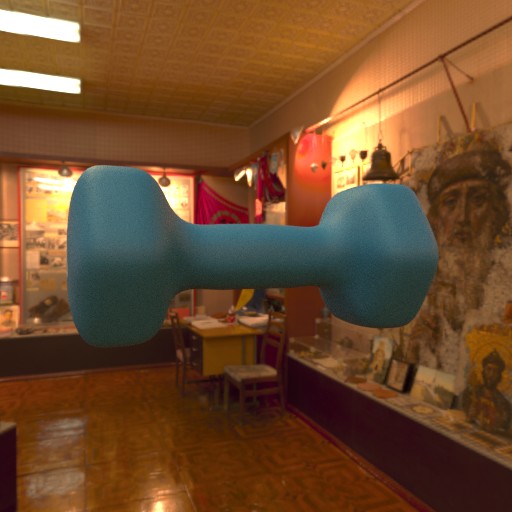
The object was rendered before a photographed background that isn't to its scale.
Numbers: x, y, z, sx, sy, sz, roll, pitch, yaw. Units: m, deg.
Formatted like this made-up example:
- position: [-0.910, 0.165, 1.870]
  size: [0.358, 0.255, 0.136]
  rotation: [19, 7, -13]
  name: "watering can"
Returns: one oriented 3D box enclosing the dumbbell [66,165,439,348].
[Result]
- position: [0.000, 0.000, 0.193]
  size: [0.152, 0.066, 0.074]
  rotation: [0, 0, -19]
  name: "dumbbell"
